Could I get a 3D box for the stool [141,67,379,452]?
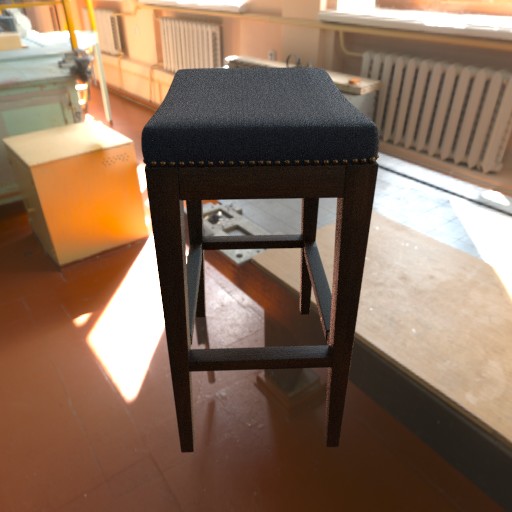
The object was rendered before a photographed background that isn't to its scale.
[{"bbox_3d":[0.000,0.000,1.020,0.358,0.740,0.498,-1,33,-2],"label":"stool"}]
